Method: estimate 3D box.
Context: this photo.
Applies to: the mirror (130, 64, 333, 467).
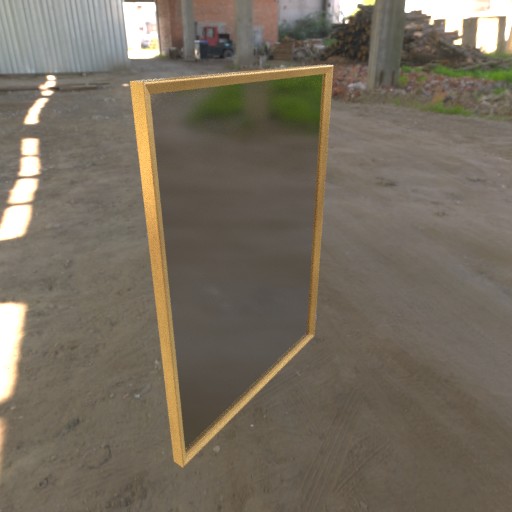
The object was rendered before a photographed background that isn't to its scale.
[{"bbox_3d":[0.000,0.000,1.317,0.041,1.016,0.762,17,31,32],"label":"mirror"}]
